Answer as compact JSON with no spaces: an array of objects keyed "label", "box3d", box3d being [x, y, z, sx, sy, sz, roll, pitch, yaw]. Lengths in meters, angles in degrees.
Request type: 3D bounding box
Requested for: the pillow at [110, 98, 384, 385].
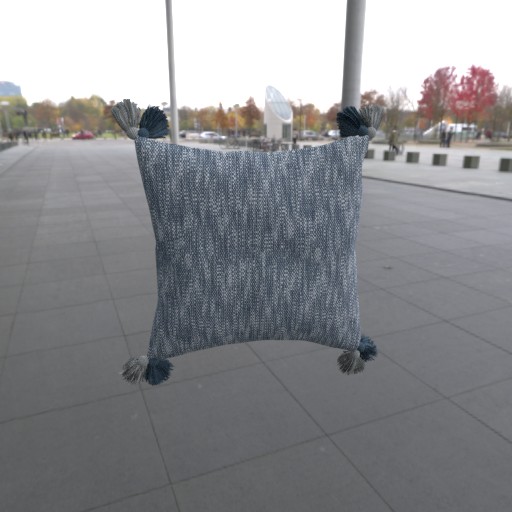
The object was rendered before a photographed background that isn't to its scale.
[{"label":"pillow","box3d":[0.000,0.000,0.943,0.614,0.634,0.138,-2,16,-8]}]
